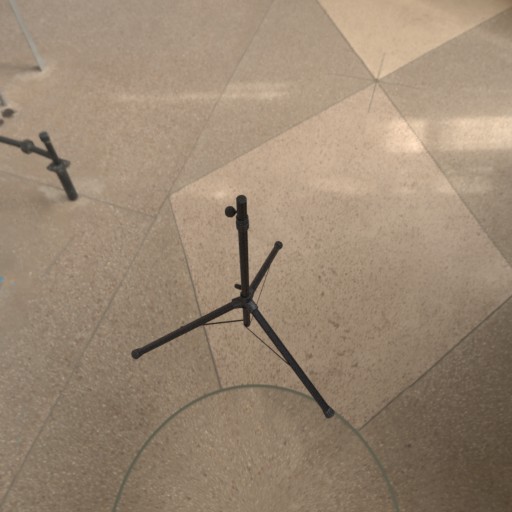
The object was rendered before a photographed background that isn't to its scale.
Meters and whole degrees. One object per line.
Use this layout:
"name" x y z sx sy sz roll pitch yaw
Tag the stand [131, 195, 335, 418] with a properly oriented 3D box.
"stand" 0.000 0.000 1.920 1.045 1.136 0.907 16 59 10
